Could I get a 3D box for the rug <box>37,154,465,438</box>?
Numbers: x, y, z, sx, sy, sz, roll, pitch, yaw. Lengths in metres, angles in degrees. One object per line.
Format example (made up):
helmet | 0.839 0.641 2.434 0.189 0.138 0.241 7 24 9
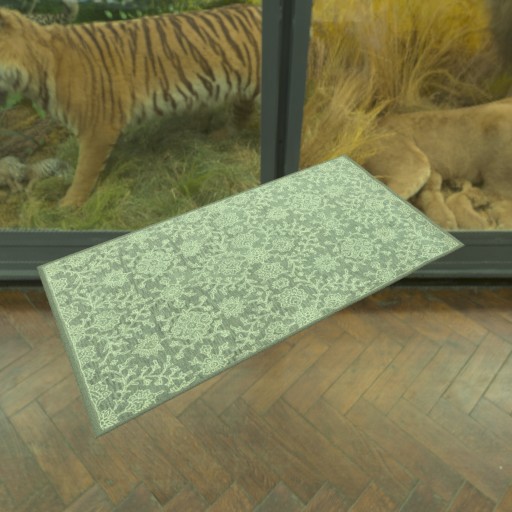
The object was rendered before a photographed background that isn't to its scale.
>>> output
rug | 0.000 0.000 3.529 3.048 0.011 1.546 -23 50 -21
